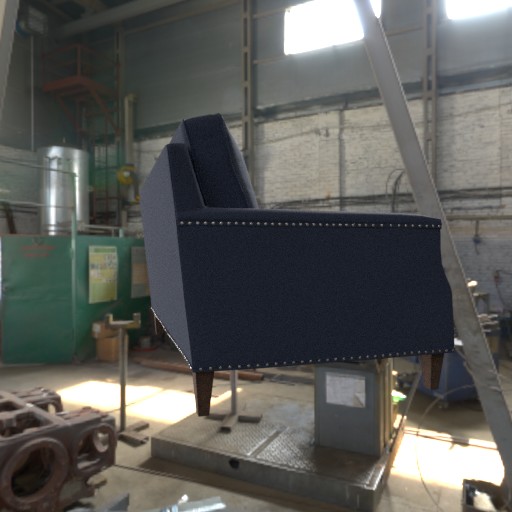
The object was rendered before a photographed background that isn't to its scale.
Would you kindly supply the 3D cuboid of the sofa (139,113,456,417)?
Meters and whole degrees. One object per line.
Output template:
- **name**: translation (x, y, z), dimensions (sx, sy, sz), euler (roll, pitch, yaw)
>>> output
- **sofa**: translation (0.000, 0.000, 2.231), dimensions (1.084, 1.003, 1.597), euler (0, 1, -18)
